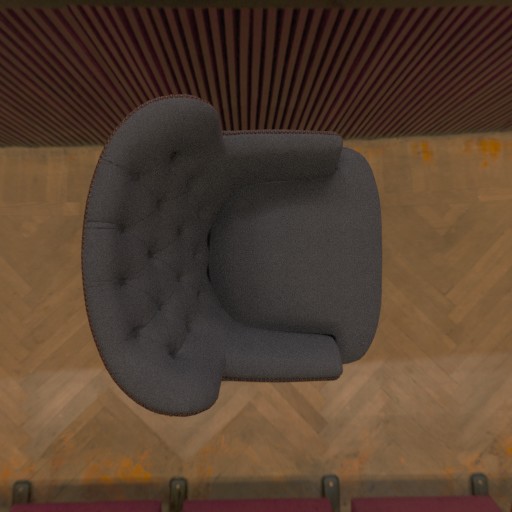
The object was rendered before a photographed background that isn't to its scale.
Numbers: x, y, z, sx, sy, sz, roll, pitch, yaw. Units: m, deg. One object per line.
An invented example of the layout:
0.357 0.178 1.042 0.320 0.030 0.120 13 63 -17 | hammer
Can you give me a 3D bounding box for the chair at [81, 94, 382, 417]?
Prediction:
0.000 0.000 1.541 0.906 0.868 0.848 0 90 -1 | chair
